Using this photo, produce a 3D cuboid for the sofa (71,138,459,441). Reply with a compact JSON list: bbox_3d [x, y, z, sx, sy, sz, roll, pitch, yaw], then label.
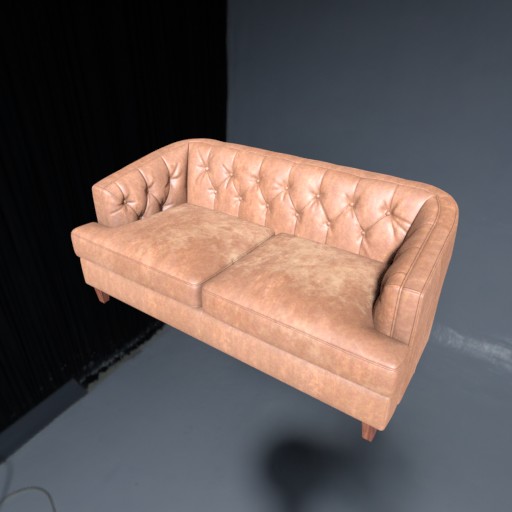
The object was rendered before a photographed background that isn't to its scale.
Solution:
[{"bbox_3d":[0.000,0.000,2.230,1.755,0.786,0.914,19,36,29],"label":"sofa"}]
